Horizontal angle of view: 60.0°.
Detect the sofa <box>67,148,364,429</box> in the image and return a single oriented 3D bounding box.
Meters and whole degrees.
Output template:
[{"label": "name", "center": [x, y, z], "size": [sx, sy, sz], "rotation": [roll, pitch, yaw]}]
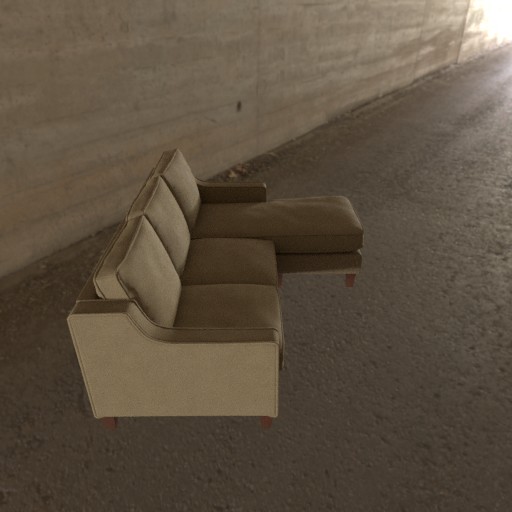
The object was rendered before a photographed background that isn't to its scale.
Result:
[{"label": "sofa", "center": [0.000, 0.000, 3.313], "size": [1.858, 1.066, 2.317], "rotation": [0, 30, -1]}]
